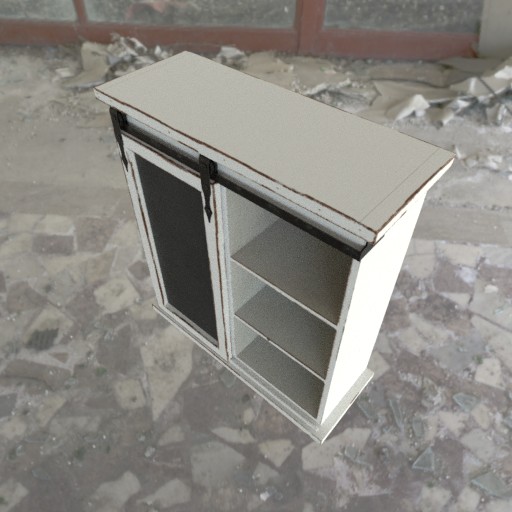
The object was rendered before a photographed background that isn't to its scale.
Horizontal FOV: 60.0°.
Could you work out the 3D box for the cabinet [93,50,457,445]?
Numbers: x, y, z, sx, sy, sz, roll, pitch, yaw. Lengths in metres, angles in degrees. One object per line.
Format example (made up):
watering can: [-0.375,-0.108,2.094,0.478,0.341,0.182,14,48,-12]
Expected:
cabinet: [0.000,0.000,0.886,0.541,0.603,0.210,32,54,27]
